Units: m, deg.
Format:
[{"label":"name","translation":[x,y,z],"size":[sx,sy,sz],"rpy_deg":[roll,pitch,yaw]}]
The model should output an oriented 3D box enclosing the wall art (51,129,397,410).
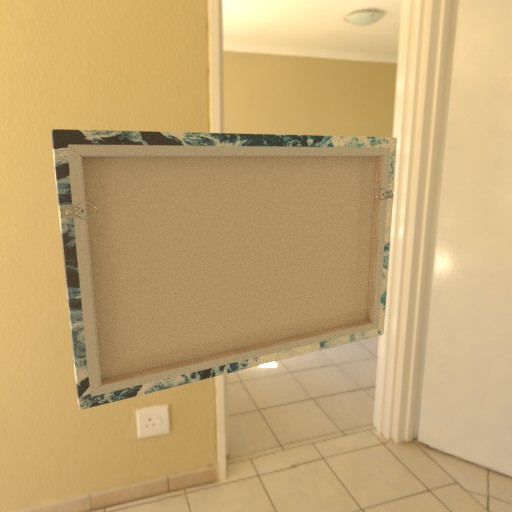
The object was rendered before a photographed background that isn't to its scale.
[{"label":"wall art","translation":[0.000,0.000,1.918],"size":[1.524,1.017,0.055],"rpy_deg":[-7,15,-27]}]
